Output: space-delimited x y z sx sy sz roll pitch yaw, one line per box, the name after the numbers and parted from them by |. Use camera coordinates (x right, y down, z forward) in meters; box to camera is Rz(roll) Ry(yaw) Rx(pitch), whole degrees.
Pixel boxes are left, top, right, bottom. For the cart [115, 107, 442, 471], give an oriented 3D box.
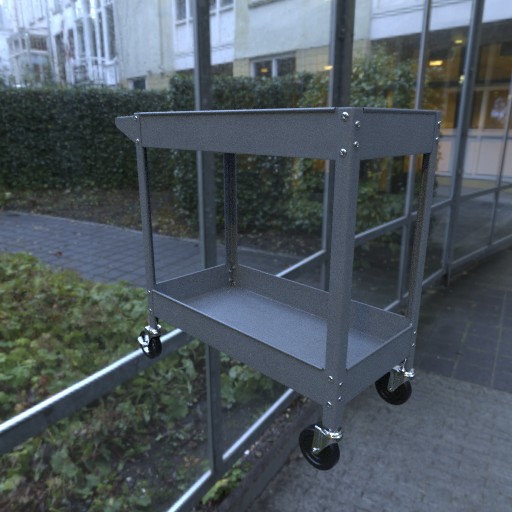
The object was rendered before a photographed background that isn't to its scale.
0.000 0.000 1.165 0.779 0.719 0.366 16 23 43 | cart
